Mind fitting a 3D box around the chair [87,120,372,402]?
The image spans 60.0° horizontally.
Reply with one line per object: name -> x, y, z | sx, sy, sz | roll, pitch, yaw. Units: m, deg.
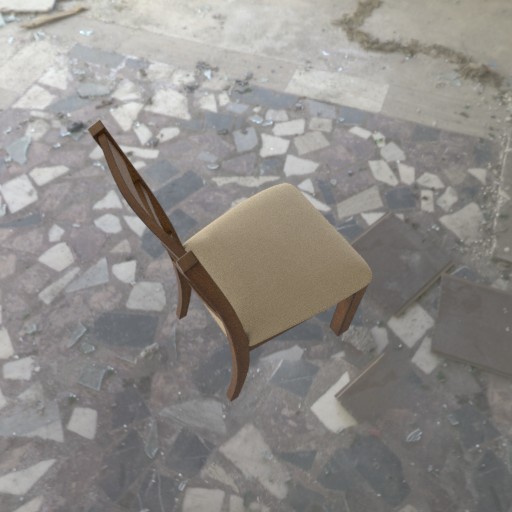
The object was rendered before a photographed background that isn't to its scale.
chair -> 0.000, 0.000, 1.290 | 0.581, 0.949, 0.461 | -29, 63, -17
